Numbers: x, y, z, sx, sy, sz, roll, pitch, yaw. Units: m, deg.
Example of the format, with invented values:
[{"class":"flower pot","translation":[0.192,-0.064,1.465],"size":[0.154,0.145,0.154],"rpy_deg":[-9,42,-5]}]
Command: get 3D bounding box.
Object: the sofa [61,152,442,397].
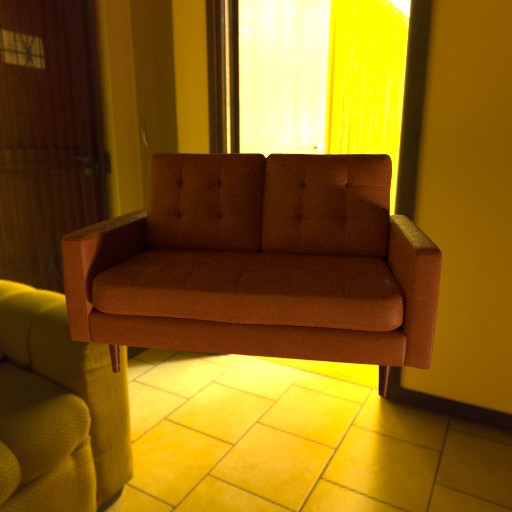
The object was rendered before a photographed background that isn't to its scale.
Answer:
[{"class":"sofa","translation":[0.000,0.000,2.001],"size":[1.430,0.898,0.868],"rpy_deg":[2,14,9]}]
